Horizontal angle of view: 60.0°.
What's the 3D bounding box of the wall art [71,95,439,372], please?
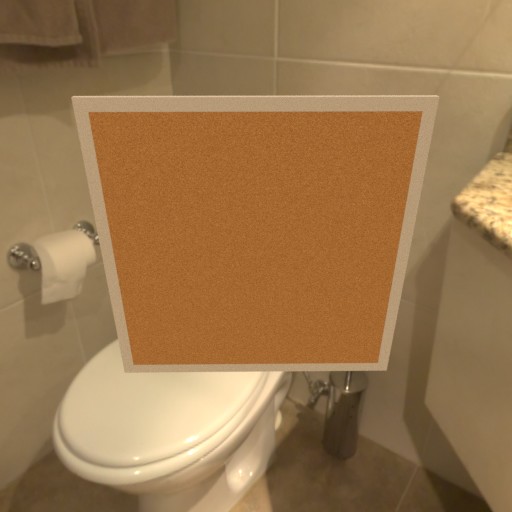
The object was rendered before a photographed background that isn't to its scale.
[{"bbox_3d":[0.000,0.000,0.665,0.456,0.457,0.009,0,29,-1],"label":"wall art"}]
